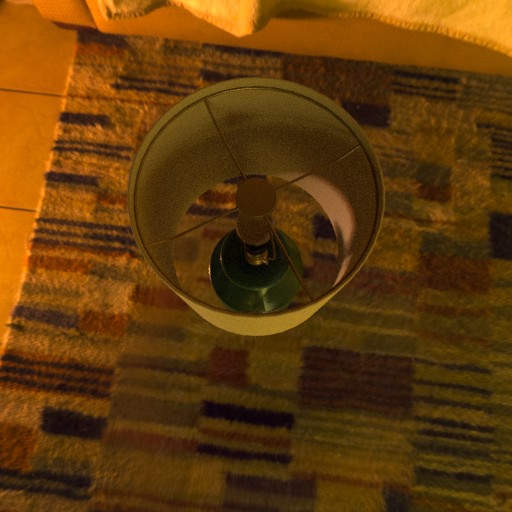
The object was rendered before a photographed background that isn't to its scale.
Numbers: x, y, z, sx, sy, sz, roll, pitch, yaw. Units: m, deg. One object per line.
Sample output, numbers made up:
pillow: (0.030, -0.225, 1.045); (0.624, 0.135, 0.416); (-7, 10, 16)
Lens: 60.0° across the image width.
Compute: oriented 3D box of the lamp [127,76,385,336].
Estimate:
lamp: (0.000, 0.000, 0.583); (0.211, 0.455, 0.211); (-13, 76, -3)
